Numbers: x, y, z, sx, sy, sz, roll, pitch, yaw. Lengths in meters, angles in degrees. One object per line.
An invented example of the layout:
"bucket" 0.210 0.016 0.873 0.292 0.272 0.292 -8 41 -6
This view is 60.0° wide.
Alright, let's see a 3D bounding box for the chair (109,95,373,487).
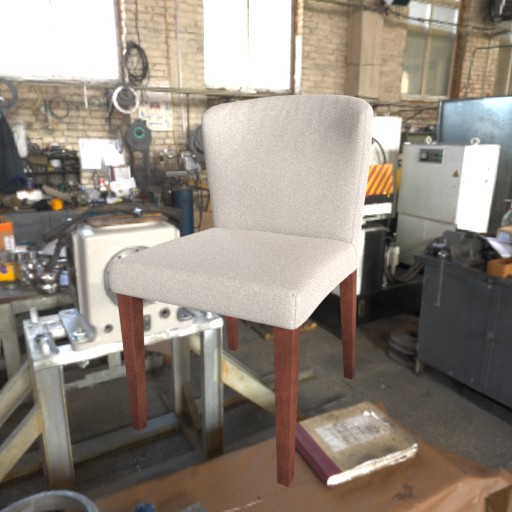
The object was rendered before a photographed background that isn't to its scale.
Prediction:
"chair" 0.000 0.000 1.163 0.491 0.839 0.592 7 17 26
